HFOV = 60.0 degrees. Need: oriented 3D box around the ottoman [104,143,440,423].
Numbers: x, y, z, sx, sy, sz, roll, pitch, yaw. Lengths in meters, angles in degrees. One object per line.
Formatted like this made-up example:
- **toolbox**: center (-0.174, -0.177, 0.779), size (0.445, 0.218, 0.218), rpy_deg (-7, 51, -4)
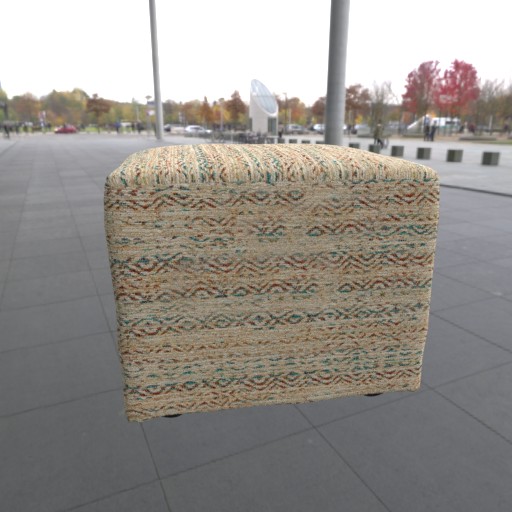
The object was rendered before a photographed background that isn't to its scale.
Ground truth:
- **ottoman**: center (0.000, 0.000, 0.930), size (0.521, 0.453, 0.512), rpy_deg (-3, 17, -9)
